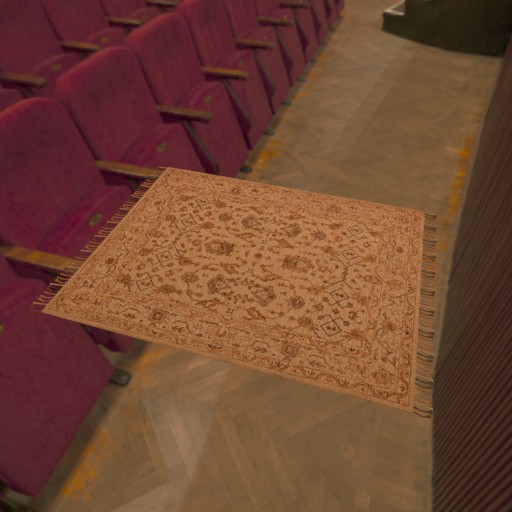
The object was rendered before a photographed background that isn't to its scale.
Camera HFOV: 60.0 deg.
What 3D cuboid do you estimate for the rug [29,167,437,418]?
[{"bbox_3d":[0.000,0.000,2.224,1.726,0.009,1.278,12,44,13],"label":"rug"}]
